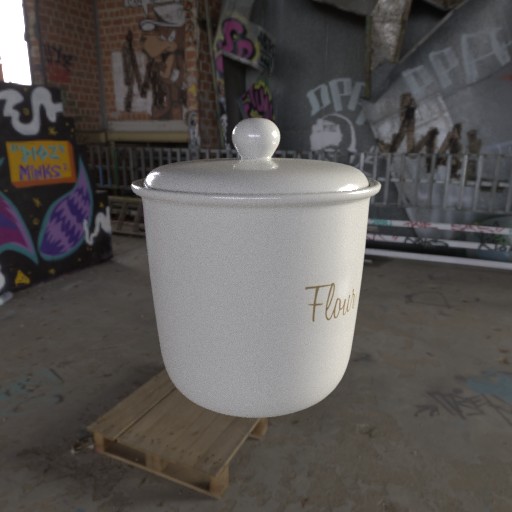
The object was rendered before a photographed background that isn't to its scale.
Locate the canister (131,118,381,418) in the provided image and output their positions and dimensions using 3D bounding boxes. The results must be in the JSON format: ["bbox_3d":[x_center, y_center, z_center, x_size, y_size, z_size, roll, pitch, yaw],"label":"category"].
[{"bbox_3d":[0.000,0.000,0.349,0.182,0.208,0.182,0,15,0],"label":"canister"}]
